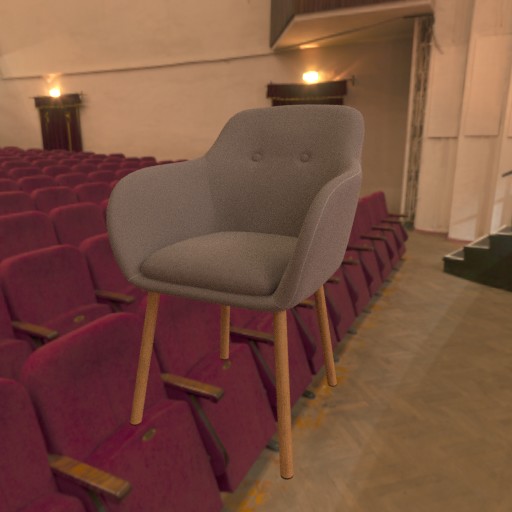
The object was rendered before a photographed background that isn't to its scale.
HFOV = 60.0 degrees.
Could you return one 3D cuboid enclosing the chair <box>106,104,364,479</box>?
[{"bbox_3d":[0.000,0.000,1.220,0.570,0.830,0.590,7,16,26],"label":"chair"}]
